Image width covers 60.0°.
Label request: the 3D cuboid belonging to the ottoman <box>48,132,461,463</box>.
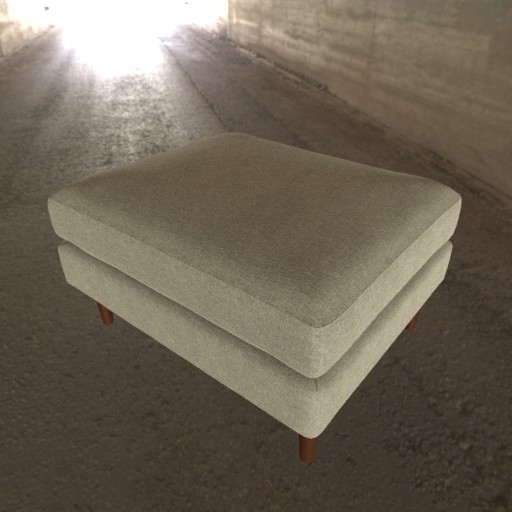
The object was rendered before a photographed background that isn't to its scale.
[{"bbox_3d":[0.000,0.000,1.196,0.821,0.474,0.693,23,38,33],"label":"ottoman"}]
